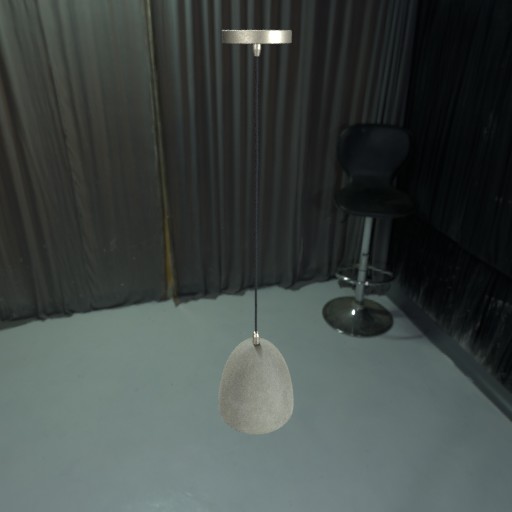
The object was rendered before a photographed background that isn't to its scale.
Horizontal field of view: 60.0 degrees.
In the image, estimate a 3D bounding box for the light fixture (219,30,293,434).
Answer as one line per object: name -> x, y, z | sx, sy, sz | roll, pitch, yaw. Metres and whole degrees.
light fixture -> 0.000, 0.000, 0.837 | 0.170, 0.759, 0.170 | -8, 28, -15
